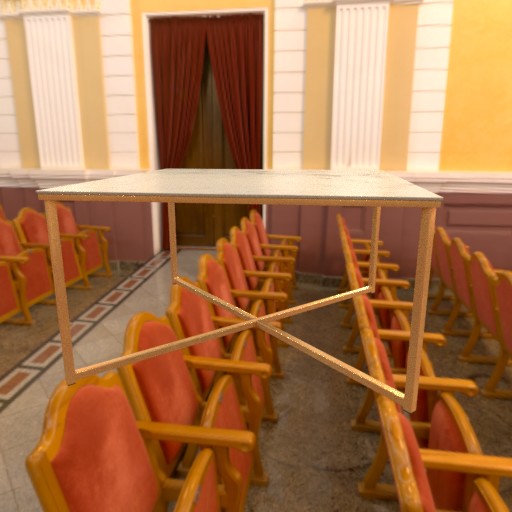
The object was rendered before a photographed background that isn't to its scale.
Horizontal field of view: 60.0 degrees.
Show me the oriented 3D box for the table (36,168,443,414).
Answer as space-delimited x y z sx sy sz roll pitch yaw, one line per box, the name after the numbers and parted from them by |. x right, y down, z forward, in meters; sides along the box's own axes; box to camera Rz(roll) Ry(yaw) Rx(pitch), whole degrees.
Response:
0.000 0.000 1.294 0.800 0.450 0.800 2 15 8 | table
